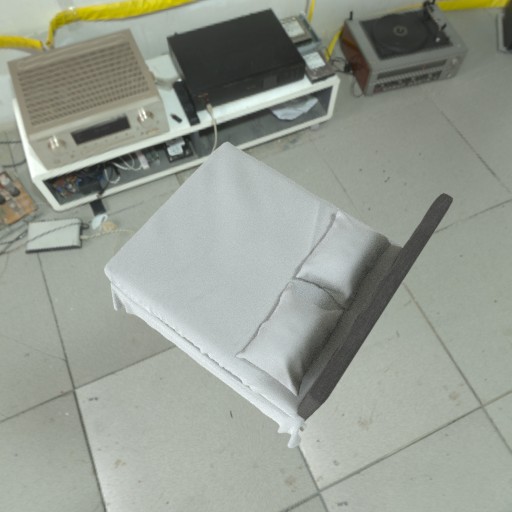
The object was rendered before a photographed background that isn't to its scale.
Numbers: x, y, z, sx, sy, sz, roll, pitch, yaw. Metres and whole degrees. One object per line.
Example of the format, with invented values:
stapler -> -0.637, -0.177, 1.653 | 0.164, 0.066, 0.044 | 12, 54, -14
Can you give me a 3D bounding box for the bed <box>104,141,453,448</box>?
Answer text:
bed -> 0.000, 0.000, 3.594 | 2.222, 1.577, 1.936 | 33, 69, 15
